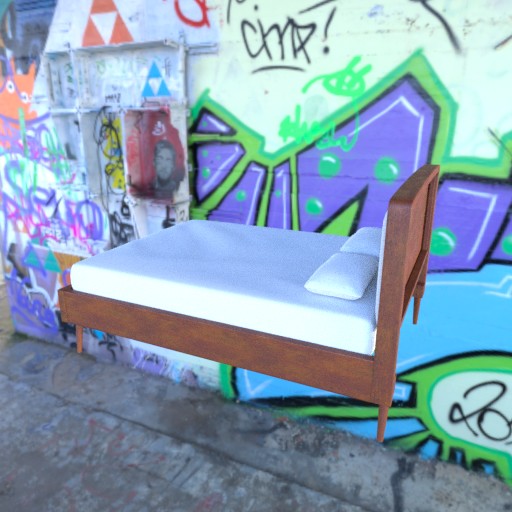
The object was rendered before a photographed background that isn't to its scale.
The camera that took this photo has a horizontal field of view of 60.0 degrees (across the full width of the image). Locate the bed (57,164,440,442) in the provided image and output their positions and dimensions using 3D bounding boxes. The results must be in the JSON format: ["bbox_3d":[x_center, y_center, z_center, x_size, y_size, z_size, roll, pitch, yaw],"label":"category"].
[{"bbox_3d":[0.000,0.000,3.156,2.196,1.275,1.587,8,20,24],"label":"bed"}]
